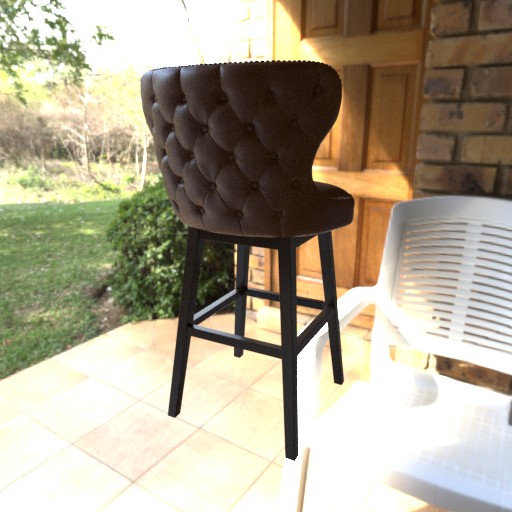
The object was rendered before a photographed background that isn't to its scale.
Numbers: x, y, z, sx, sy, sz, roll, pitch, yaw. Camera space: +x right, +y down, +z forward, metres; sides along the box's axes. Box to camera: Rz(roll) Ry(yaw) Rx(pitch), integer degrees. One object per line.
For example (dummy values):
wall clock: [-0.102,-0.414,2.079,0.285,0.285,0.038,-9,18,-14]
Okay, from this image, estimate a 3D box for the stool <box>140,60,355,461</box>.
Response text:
stool: [0.000,0.000,1.424,0.591,1.087,0.606,8,18,26]
